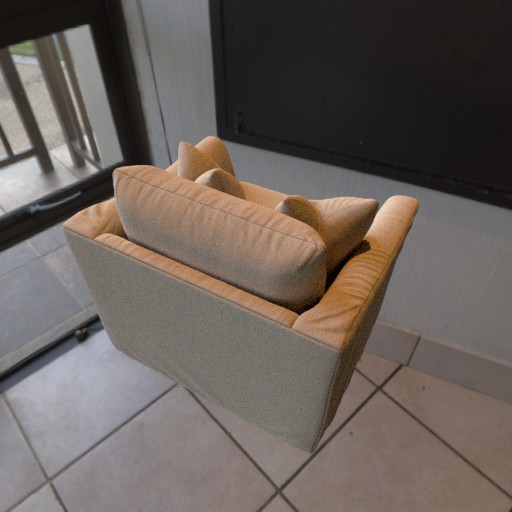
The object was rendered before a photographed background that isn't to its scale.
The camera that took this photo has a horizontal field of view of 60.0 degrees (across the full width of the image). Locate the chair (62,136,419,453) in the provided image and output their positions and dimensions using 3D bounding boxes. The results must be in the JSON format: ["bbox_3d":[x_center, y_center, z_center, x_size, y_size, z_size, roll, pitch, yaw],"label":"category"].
[{"bbox_3d":[0.000,0.000,2.085,1.194,1.093,1.071,22,50,20],"label":"chair"}]
